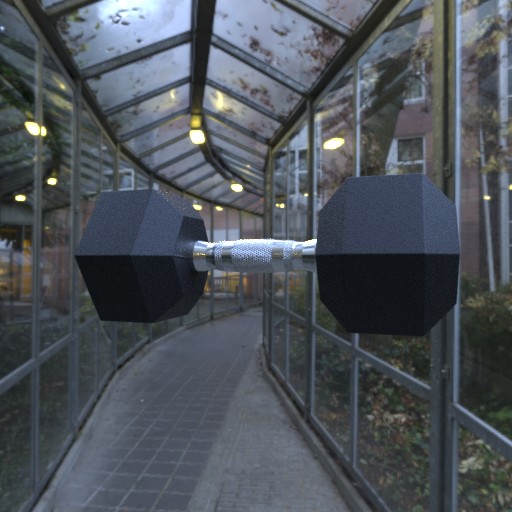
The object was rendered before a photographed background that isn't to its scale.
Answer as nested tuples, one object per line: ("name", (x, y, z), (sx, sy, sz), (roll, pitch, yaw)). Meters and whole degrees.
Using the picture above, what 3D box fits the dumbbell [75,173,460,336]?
("dumbbell", (0.000, 0.000, 0.412), (0.337, 0.123, 0.142), (0, -1, 18))
